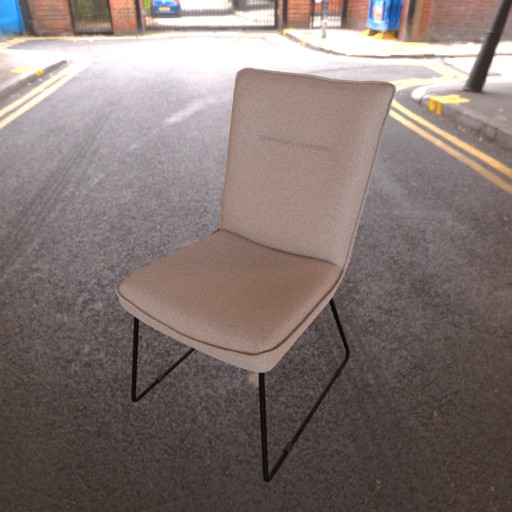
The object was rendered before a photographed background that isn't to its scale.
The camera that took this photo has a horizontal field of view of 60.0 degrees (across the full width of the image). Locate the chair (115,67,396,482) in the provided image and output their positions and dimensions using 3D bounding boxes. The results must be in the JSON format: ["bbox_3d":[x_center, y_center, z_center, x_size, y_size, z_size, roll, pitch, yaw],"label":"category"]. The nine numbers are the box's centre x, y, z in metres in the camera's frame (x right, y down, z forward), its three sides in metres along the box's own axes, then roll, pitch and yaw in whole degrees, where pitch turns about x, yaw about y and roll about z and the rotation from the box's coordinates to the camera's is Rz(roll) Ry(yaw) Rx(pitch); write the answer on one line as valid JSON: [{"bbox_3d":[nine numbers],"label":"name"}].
[{"bbox_3d":[0.000,0.000,1.308,0.515,0.930,0.688,18,35,28],"label":"chair"}]
